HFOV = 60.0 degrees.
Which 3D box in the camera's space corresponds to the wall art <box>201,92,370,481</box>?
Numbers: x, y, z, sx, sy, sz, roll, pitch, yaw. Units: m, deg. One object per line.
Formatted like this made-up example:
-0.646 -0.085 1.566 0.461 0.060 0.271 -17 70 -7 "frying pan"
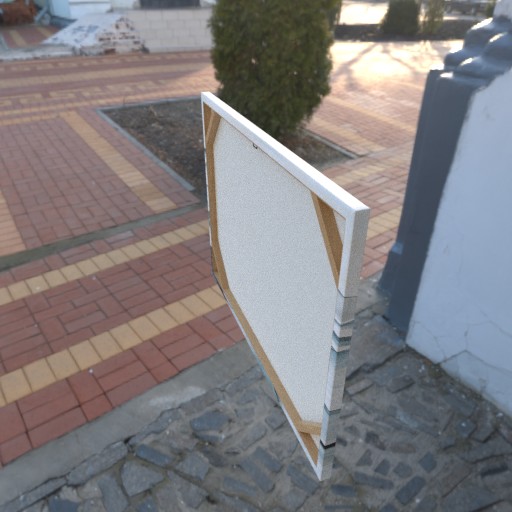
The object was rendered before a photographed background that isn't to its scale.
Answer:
0.000 0.000 1.609 0.039 0.915 1.219 -11 33 -17 "wall art"
